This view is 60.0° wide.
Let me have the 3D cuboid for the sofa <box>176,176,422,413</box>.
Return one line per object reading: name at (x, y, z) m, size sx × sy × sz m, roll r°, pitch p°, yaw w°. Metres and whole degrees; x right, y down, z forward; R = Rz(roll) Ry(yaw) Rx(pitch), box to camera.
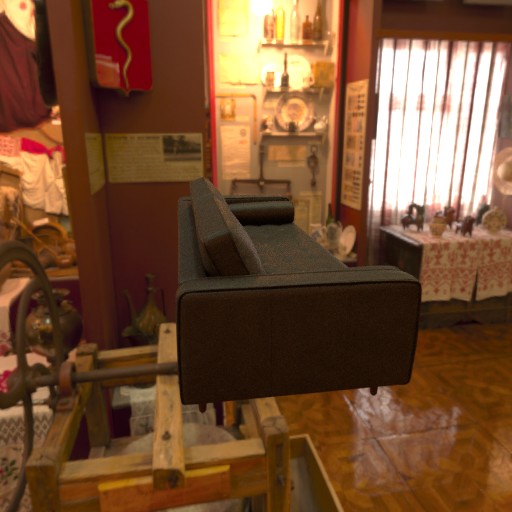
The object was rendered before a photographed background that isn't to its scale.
sofa at (0.000, 0.000, 2.611) m, size 0.914 × 0.762 × 2.210 m, roll -3°, pitch 16°, yaw -9°
